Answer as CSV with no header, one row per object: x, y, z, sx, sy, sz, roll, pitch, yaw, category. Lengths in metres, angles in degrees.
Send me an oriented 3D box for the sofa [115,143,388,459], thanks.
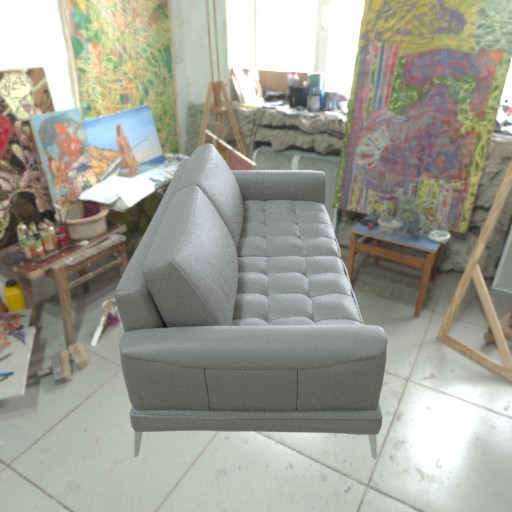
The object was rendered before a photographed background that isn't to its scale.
0.000,0.000,2.696,1.121,0.930,2.177,0,30,0,sofa
